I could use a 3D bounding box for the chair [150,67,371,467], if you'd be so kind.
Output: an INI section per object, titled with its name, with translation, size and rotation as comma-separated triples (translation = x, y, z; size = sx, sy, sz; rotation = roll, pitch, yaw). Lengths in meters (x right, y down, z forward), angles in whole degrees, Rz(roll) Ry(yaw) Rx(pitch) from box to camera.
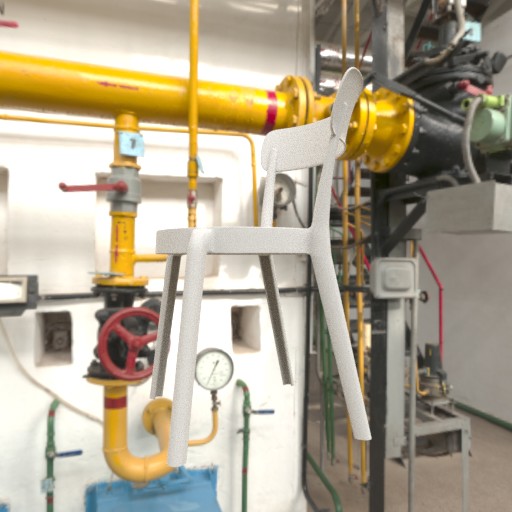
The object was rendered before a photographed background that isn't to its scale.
[chair]
translation = 0.000, 0.000, 1.112
size = 0.491, 0.790, 0.506
rotation = 0, 0, -18
